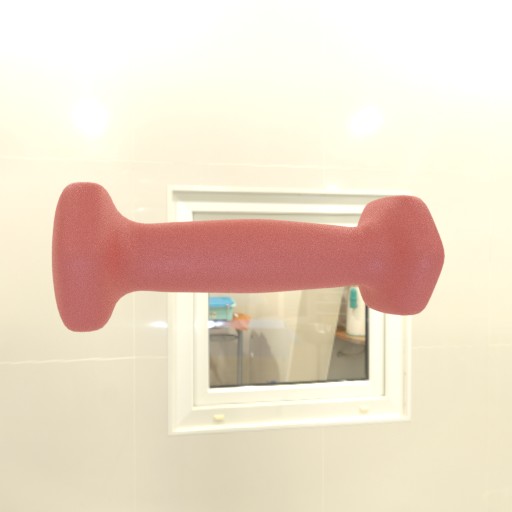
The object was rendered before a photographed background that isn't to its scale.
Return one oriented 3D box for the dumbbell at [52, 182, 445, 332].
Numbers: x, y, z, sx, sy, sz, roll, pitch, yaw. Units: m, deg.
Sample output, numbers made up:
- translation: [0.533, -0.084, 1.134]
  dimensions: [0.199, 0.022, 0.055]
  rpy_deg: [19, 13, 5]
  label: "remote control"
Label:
- translation: [0.000, 0.000, 0.148]
  dimensions: [0.123, 0.043, 0.047]
  rpy_deg: [0, 1, -17]
  label: "dumbbell"
